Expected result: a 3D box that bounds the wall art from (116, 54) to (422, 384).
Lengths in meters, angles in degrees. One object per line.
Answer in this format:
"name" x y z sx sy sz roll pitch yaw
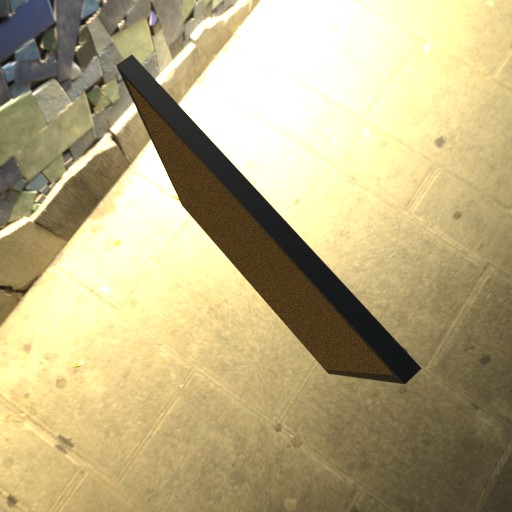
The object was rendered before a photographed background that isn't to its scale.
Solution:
"wall art" 0.000 0.000 1.139 0.038 0.763 0.763 -40 80 -9
